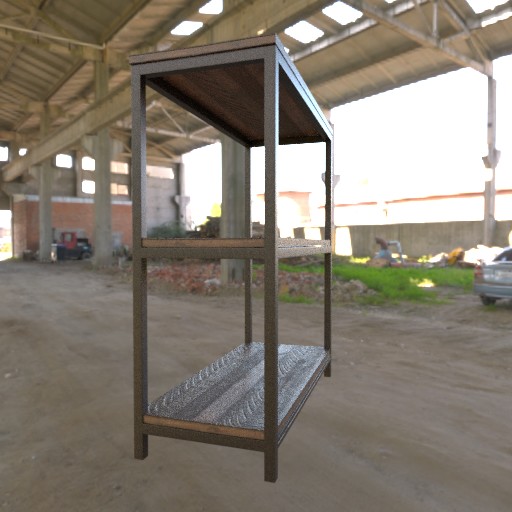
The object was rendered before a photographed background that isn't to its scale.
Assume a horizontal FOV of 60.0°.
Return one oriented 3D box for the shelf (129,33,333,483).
[{"bbox_3d":[0.000,0.000,1.375,0.352,0.947,0.822,0,2,18],"label":"shelf"}]
